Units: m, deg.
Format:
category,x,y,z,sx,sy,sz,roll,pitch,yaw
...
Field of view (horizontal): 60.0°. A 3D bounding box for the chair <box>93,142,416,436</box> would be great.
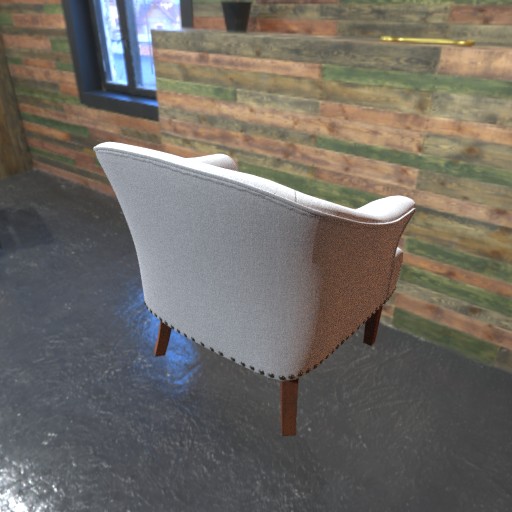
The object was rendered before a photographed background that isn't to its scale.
category,x,y,z,sx,sy,sz,roll,pitch,yaw
chair,0.000,0.000,1.406,0.798,0.815,0.704,21,36,32
